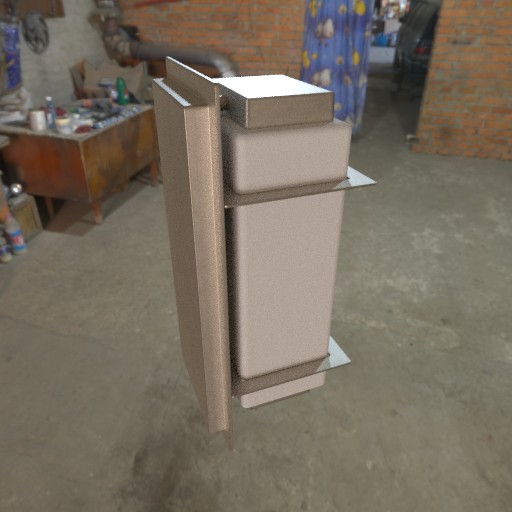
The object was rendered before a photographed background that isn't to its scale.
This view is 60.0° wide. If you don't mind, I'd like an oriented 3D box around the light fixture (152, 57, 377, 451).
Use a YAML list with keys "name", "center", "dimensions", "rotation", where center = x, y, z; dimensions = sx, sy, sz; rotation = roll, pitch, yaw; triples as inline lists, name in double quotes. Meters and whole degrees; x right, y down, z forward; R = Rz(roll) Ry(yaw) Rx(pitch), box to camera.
- name: "light fixture"
  center: [0.000, 0.000, 0.475]
  dimensions: [0.160, 0.380, 0.168]
  rotation: [-11, 32, -18]
